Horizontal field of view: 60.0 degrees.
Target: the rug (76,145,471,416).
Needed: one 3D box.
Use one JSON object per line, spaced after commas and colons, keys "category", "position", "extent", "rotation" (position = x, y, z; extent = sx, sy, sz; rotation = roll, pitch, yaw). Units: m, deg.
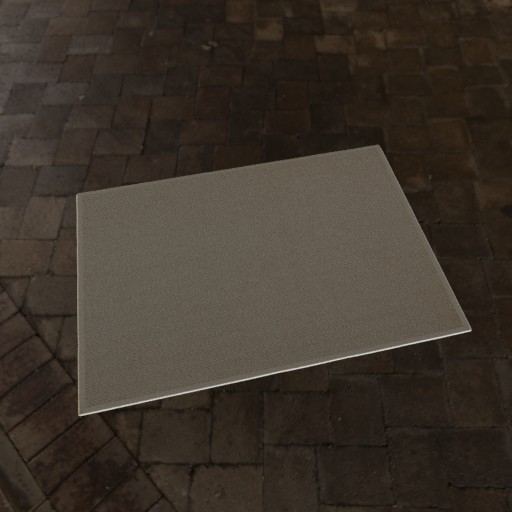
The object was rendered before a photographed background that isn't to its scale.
{"category": "rug", "position": [0.000, 0.000, 2.842], "extent": [2.244, 0.017, 1.532], "rotation": [-11, 59, -6]}
